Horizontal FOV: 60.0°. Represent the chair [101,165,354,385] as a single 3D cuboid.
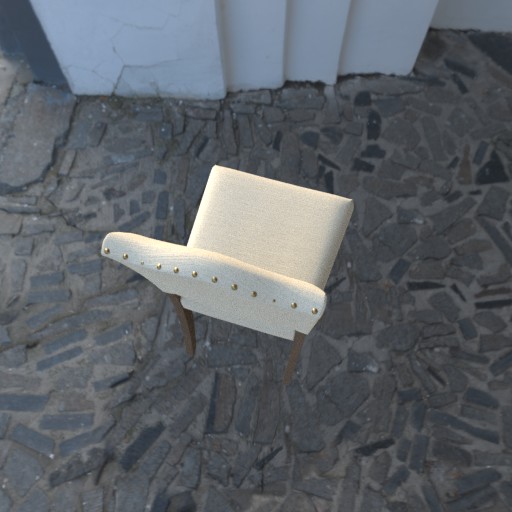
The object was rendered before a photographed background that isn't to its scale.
[{"bbox_3d":[0.000,0.000,1.356,0.508,1.015,0.619,16,65,8],"label":"chair"}]
